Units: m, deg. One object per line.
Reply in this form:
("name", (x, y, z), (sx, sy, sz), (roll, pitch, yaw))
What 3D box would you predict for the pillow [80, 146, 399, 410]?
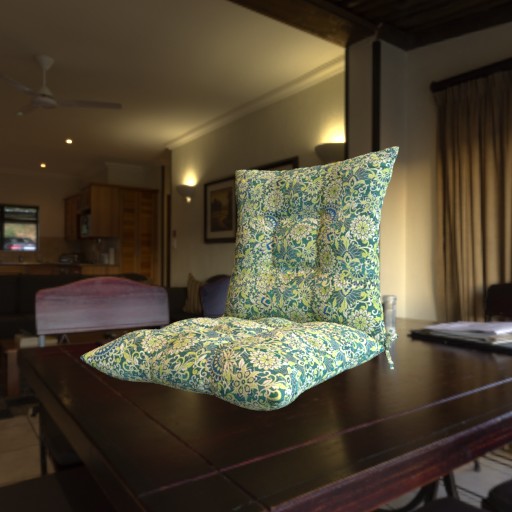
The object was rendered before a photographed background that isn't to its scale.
("pillow", (0.000, 0.000, 1.024), (0.541, 0.536, 0.585), (0, -1, 35))
